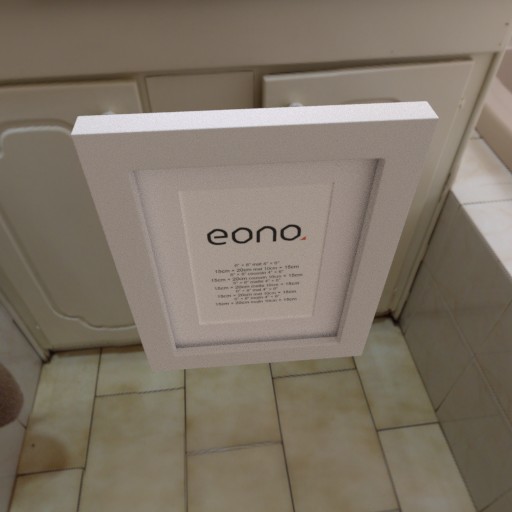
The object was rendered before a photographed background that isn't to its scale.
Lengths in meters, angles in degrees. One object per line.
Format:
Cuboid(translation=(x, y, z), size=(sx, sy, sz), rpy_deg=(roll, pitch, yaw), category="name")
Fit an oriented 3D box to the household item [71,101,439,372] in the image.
Cuboid(translation=(0.000, 0.000, 0.345), size=(0.200, 0.250, 0.045), rpy_deg=(-4, 47, -3), category="household item")
